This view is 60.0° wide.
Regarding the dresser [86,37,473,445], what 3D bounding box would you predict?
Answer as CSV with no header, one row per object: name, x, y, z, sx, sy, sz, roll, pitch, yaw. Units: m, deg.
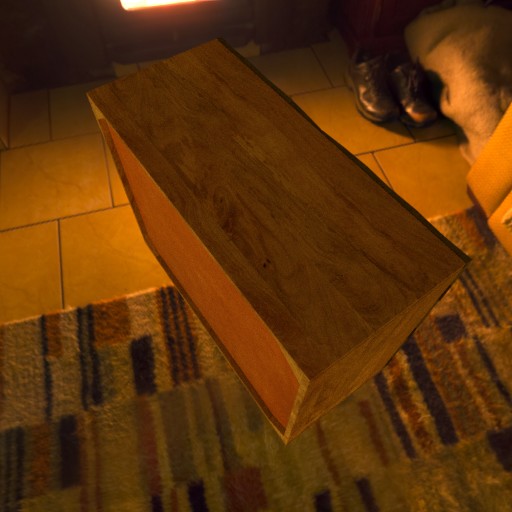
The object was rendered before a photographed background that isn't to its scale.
dresser,0.000,0.000,1.424,0.446,0.847,0.967,-31,64,-18
